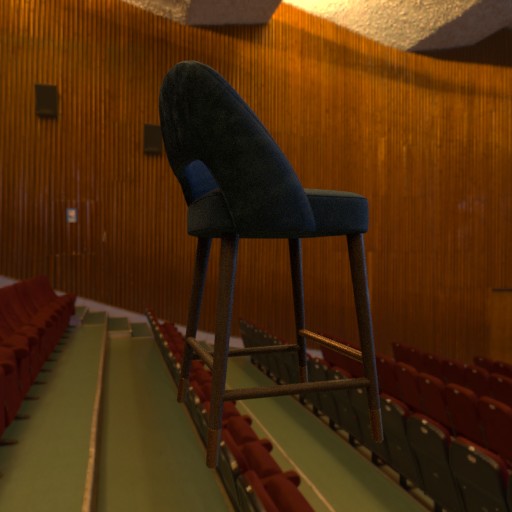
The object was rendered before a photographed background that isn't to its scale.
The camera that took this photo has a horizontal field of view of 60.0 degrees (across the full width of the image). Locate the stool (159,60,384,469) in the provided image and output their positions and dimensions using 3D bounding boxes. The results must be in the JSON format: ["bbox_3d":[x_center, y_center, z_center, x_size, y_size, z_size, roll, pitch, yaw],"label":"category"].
[{"bbox_3d":[0.000,0.000,1.236,0.524,0.925,0.536,0,1,-18],"label":"stool"}]
